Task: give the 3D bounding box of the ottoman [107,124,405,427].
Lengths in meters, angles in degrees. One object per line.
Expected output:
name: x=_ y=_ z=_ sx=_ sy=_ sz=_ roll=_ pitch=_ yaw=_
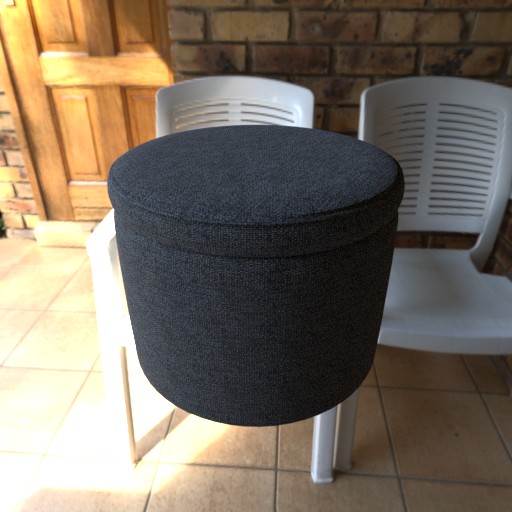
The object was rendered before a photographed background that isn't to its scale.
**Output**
ottoman: x=0.000 y=0.000 z=0.890 sx=0.520 sy=0.430 sz=0.520 roll=0 pitch=30 yaw=0
